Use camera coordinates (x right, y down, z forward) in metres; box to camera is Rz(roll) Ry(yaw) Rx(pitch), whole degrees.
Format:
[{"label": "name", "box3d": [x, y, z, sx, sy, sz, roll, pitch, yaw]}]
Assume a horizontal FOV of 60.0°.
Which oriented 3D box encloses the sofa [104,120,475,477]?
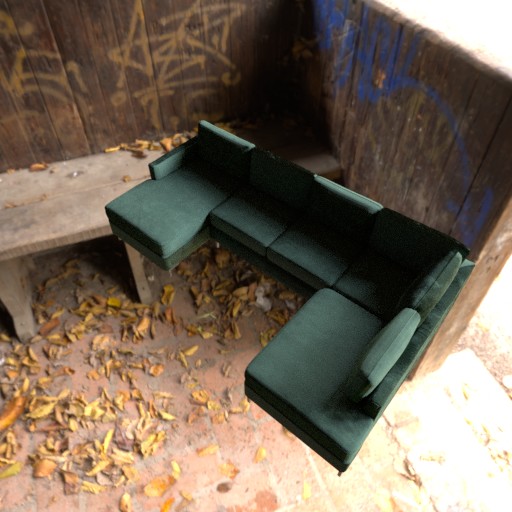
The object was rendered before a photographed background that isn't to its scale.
[{"label": "sofa", "box3d": [0.000, 0.000, 4.299, 3.434, 0.992, 2.055, 32, 55, 26]}]
